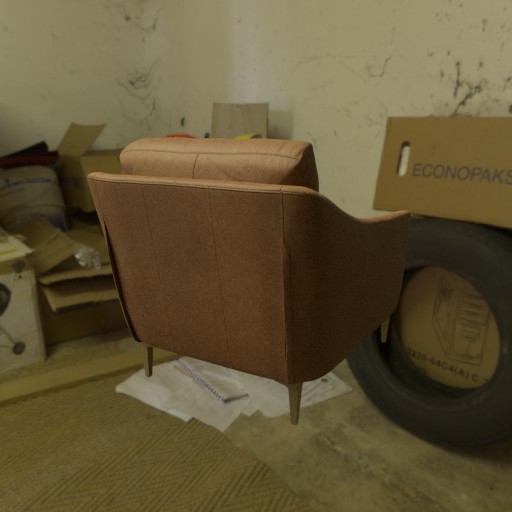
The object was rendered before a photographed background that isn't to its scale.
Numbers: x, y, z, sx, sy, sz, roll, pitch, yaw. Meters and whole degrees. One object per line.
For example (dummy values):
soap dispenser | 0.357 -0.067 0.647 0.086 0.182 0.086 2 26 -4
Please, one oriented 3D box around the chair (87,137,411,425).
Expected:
chair | 0.000 0.000 1.721 0.988 0.895 0.963 8 18 27
